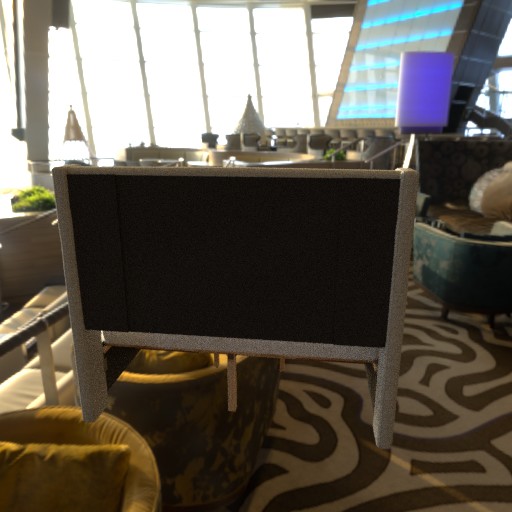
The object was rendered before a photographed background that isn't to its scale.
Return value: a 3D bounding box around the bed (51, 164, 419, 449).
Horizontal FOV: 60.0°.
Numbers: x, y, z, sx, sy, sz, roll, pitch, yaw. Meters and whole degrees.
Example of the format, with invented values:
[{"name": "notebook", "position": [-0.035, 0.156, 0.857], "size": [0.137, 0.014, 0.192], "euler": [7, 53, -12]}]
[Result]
[{"name": "bed", "position": [0.000, 0.000, 3.350], "size": [1.774, 1.491, 2.222], "euler": [2, 16, 7]}]
